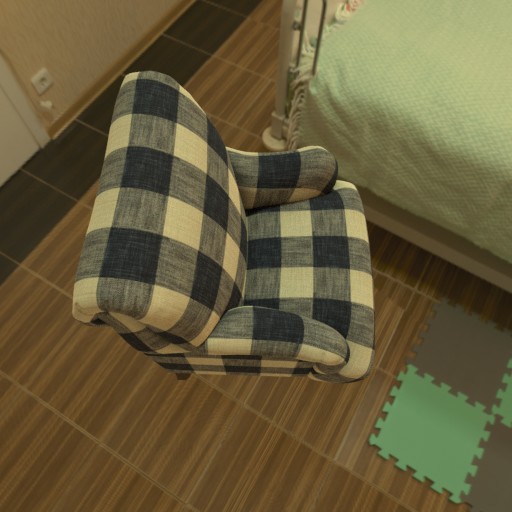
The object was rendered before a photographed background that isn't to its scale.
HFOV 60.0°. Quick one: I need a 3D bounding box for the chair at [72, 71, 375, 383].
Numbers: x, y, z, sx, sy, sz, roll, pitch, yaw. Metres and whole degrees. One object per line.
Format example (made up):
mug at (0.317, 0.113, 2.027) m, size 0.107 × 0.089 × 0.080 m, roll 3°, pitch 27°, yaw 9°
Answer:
chair at (0.000, 0.000, 1.535) m, size 0.848 × 0.953 × 0.781 m, roll 2°, pitch 64°, yaw 1°
